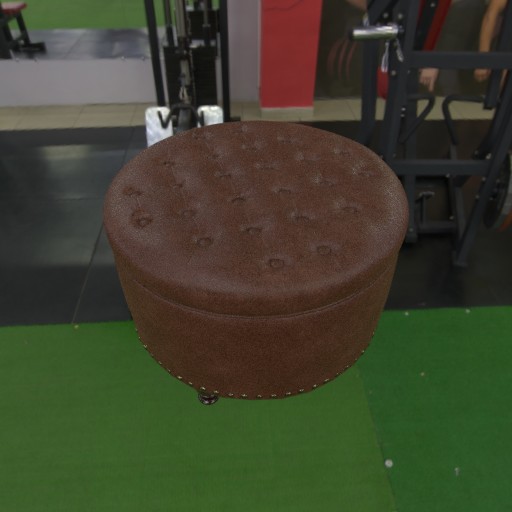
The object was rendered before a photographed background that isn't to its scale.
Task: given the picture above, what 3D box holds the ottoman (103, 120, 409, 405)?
[{"bbox_3d":[0.000,0.000,1.072,0.637,0.442,0.637,0,42,0],"label":"ottoman"}]
